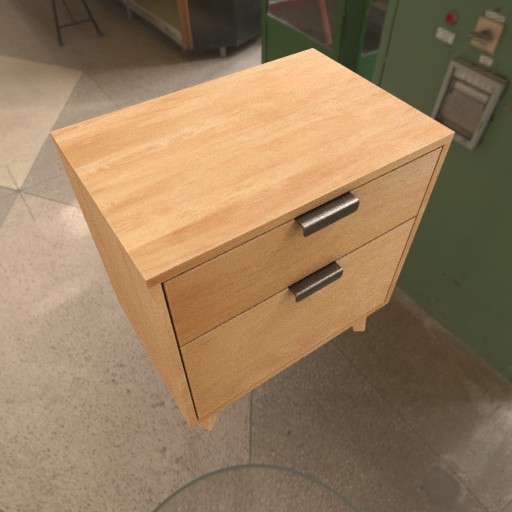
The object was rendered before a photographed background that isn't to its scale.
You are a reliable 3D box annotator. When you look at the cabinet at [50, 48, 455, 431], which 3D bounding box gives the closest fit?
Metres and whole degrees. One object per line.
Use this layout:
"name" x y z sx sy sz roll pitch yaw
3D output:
"cabinet" 0.000 0.000 0.947 0.551 0.599 0.394 -27 54 -21
